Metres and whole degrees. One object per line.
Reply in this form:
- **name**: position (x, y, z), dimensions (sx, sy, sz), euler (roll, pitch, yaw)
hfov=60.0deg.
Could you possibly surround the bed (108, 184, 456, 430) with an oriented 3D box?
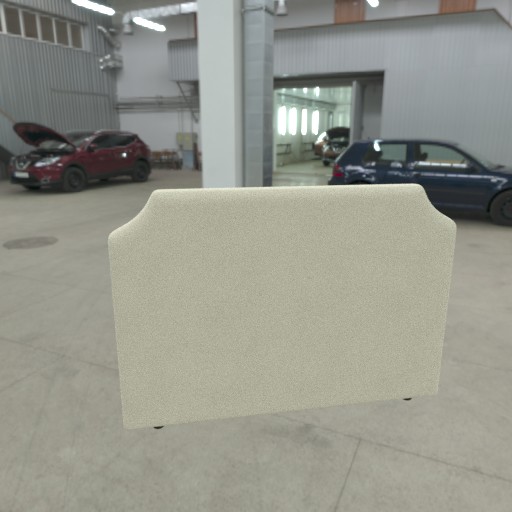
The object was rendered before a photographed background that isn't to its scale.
- **bed**: position (0.000, 0.000, 3.366), dimensions (1.827, 1.296, 2.209), euler (-3, 16, -10)
